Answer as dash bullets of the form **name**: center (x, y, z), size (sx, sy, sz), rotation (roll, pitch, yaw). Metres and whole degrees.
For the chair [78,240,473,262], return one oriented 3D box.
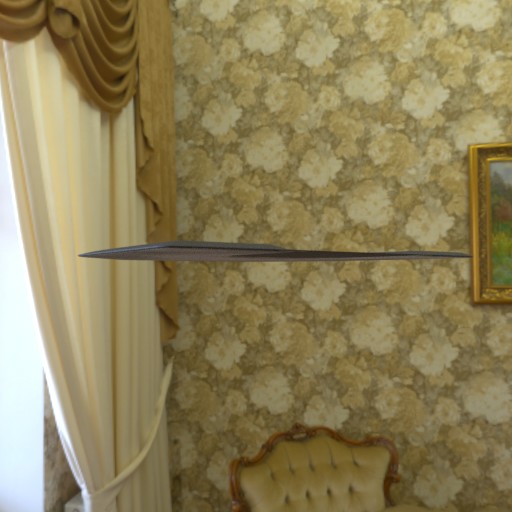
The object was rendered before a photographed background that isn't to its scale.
- **chair**: center (0.000, 0.000, 1.912), size (1.372, 0.024, 1.219), rotation (1, -2, -35)
